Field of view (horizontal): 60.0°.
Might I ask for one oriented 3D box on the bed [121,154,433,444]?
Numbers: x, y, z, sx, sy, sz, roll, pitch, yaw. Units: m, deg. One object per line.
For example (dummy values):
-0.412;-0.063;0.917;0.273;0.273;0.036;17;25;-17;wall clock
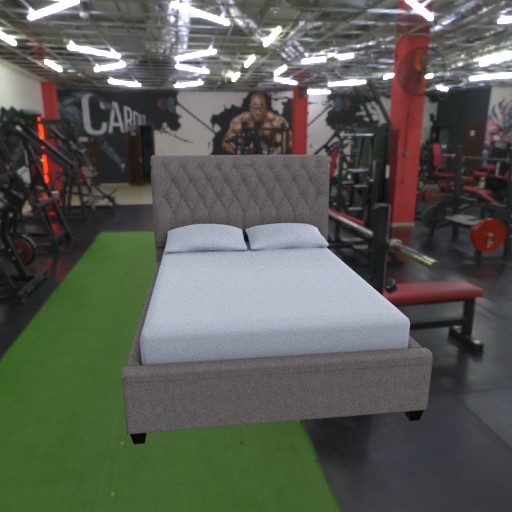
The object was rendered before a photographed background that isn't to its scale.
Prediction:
0.000;0.000;3.276;1.645;1.371;2.252;-2;15;-7;bed
